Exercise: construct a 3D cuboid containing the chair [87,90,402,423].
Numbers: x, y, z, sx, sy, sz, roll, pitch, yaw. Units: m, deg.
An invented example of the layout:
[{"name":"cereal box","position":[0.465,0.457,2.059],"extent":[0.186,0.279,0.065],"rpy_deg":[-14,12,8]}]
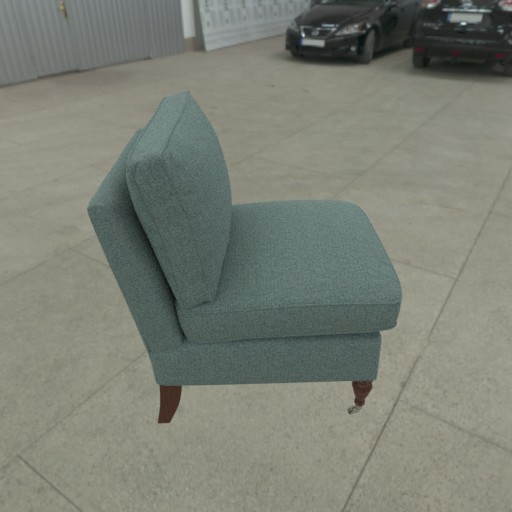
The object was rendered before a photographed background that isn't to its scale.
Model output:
[{"name":"chair","position":[0.000,0.000,1.428],"extent":[0.796,0.901,0.624],"rpy_deg":[-1,33,-1]}]
